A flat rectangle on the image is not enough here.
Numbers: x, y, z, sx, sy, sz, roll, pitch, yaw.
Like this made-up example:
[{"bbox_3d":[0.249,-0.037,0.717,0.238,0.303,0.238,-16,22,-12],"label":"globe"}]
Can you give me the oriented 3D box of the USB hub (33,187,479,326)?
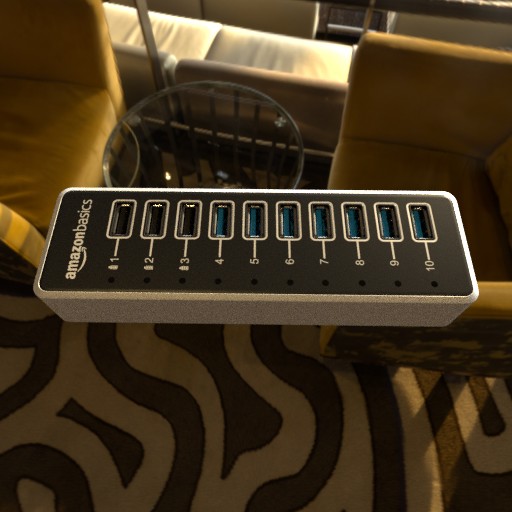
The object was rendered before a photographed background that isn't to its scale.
[{"bbox_3d":[0.000,0.000,0.162,0.145,0.023,0.044,1,62,0],"label":"USB hub"}]
